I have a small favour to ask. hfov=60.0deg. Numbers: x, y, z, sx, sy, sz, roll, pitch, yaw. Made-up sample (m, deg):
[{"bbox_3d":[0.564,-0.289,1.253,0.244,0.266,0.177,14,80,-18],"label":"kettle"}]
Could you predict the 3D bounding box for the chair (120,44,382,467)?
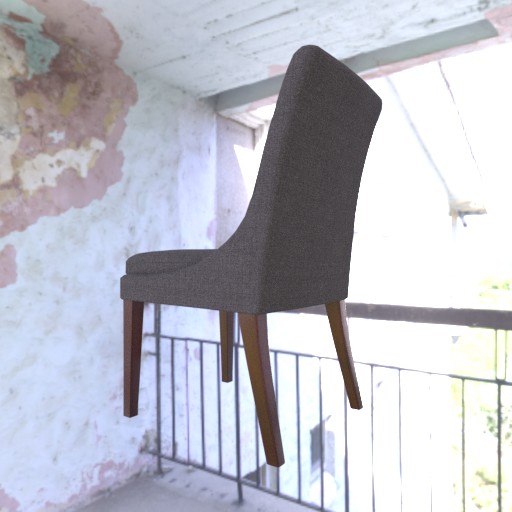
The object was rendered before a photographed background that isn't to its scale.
[{"bbox_3d":[0.000,0.000,1.331,0.655,0.952,0.508,0,0,36],"label":"chair"}]
